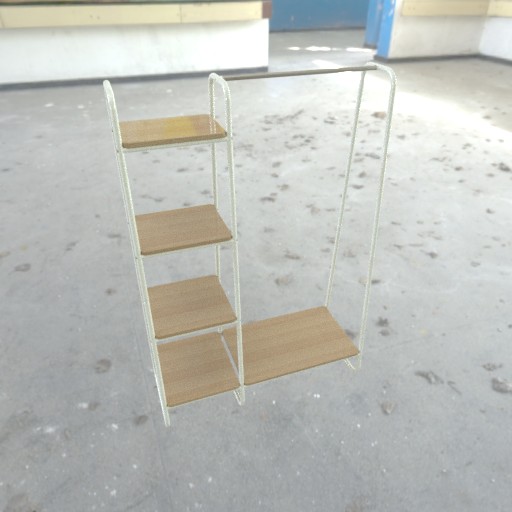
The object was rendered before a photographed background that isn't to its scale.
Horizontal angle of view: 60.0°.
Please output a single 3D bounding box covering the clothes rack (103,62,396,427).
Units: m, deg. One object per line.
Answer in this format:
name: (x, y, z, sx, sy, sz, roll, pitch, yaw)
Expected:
clothes rack: (0.000, 0.000, 1.935, 1.011, 1.500, 0.400, -11, 35, -16)
